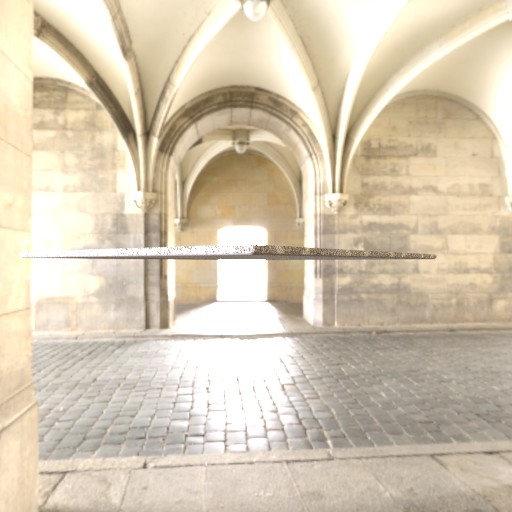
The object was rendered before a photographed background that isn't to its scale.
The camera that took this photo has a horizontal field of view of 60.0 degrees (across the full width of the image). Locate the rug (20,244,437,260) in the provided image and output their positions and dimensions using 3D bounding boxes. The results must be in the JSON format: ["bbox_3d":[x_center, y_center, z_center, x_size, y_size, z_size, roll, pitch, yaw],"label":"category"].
[{"bbox_3d":[0.000,0.000,2.063,1.200,0.025,1.600,-1,-1,37],"label":"rug"}]
